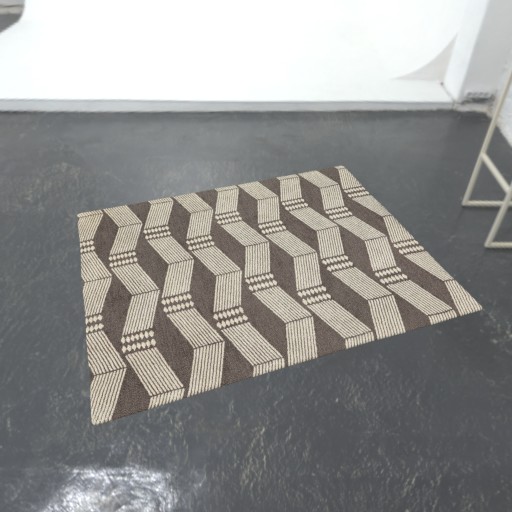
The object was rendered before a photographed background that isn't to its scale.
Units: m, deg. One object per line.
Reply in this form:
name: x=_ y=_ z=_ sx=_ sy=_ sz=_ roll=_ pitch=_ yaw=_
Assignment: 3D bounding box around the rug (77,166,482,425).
rug: x=0.000 y=0.000 z=4.064 sx=3.048 sy=0.016 sz=2.438 roll=-13 pitch=43 yaw=-14
